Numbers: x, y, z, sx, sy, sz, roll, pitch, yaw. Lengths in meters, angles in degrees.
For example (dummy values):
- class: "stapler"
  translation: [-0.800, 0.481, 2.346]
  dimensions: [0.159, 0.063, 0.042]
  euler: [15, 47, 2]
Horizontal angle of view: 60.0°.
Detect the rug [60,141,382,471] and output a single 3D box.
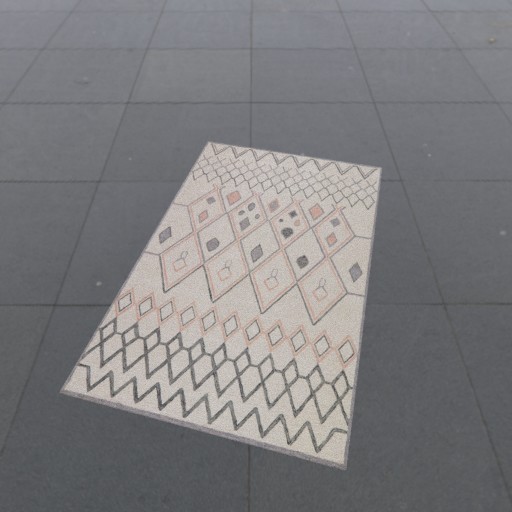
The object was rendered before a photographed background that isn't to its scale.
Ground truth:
- class: "rug"
  translation: [0.000, 0.000, 3.018]
  dimensions: [1.524, 0.015, 2.438]
  euler: [11, 49, 10]
